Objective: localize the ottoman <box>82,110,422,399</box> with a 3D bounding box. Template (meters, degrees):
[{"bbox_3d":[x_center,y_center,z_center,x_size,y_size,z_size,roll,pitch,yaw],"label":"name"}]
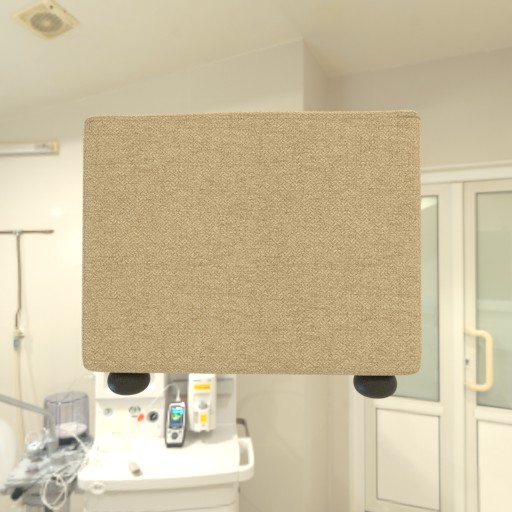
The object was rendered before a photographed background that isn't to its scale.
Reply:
[{"bbox_3d":[0.000,0.000,0.878,0.508,0.432,0.508,0,-1,3],"label":"ottoman"}]
